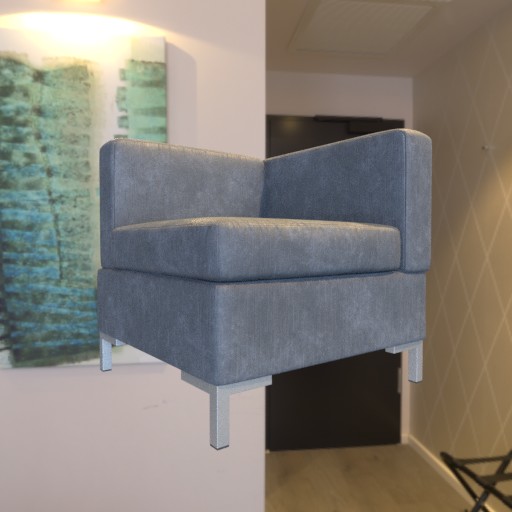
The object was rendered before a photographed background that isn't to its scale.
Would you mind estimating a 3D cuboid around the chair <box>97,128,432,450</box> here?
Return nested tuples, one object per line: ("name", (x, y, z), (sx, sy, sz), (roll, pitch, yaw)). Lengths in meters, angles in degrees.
("chair", (0.000, 0.000, 1.205), (0.680, 0.660, 0.680), (-1, 2, -37))
